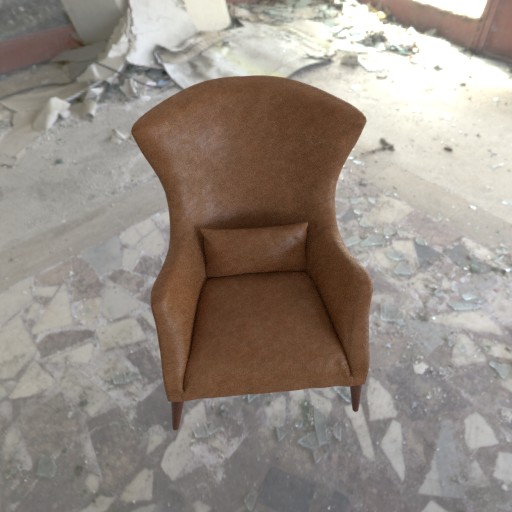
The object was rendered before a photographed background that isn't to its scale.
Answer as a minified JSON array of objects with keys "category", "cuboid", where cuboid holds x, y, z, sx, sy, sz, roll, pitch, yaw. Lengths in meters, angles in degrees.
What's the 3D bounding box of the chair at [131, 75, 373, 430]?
[{"category":"chair","cuboid":[0.000,0.000,1.796,0.846,1.067,0.955,-4,46,-4]}]
